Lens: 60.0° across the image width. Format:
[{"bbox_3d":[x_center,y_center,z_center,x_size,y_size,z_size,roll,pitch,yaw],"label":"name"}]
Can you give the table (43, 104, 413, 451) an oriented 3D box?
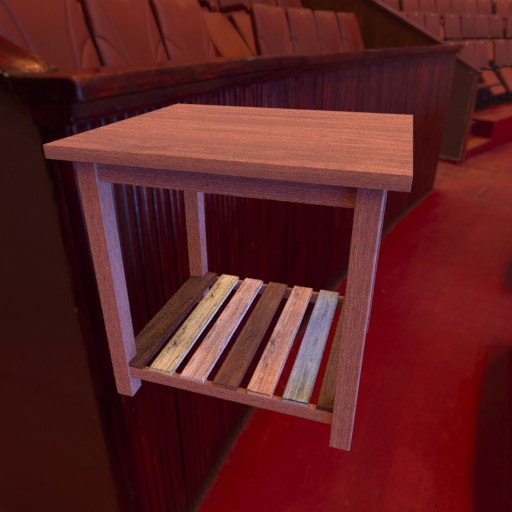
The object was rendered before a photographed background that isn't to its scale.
[{"bbox_3d":[0.000,0.000,1.122,0.660,0.635,0.559,8,28,16],"label":"table"}]
